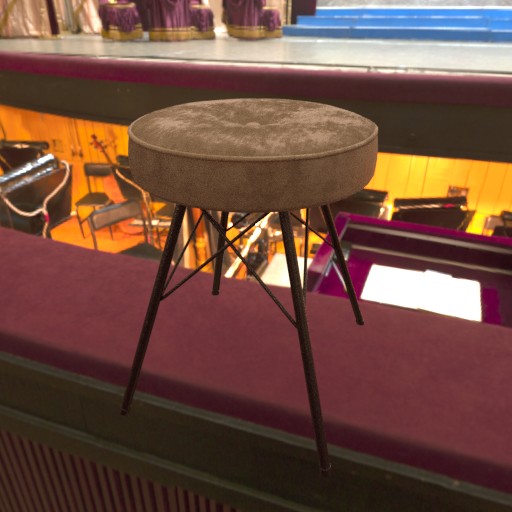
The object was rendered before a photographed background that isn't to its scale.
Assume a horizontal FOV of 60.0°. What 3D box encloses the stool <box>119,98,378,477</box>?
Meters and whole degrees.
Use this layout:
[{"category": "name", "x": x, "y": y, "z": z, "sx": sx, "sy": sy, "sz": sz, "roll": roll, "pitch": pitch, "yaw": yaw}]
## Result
[{"category": "stool", "x": 0.000, "y": 0.000, "z": 0.861, "sx": 0.423, "sy": 0.538, "sz": 0.457, "roll": 10, "pitch": 30, "yaw": 17}]
